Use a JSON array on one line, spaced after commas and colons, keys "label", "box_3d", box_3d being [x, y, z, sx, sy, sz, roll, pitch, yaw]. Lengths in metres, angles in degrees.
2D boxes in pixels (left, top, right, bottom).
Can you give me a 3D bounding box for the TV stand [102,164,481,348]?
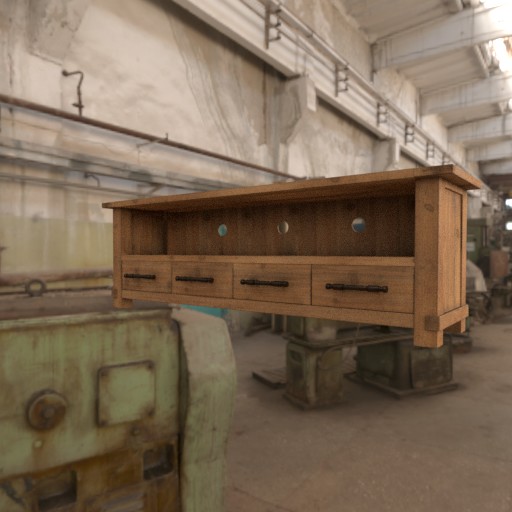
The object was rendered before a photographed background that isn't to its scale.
[{"label": "TV stand", "box_3d": [0.000, 0.000, 2.049, 1.804, 0.573, 0.453, 0, 1, 37]}]
